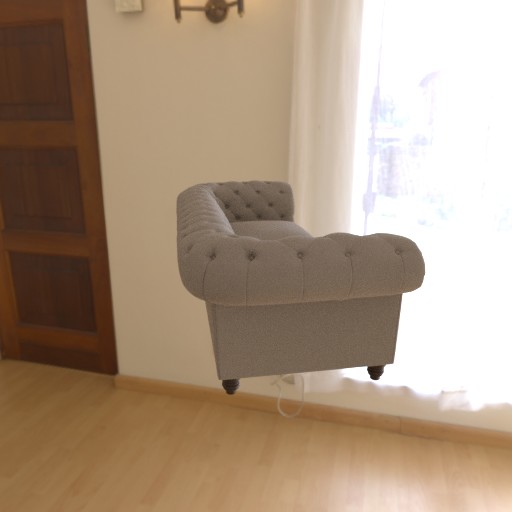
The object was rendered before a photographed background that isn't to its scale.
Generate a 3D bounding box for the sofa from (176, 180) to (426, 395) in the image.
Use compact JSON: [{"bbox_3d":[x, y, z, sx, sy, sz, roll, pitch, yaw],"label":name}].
[{"bbox_3d":[0.000,0.000,2.866,0.991,0.749,2.411,-3,16,-10],"label":"sofa"}]
